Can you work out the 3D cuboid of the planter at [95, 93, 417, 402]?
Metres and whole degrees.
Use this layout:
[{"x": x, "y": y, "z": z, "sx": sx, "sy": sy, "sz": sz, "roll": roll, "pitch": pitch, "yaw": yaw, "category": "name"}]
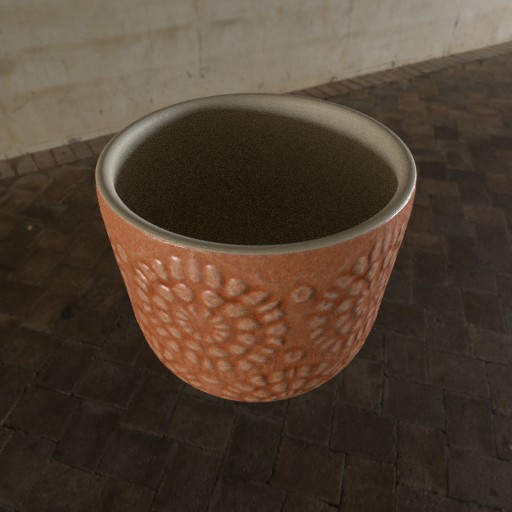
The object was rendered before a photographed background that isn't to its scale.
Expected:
[{"x": 0.000, "y": 0.000, "z": 0.210, "sx": 0.124, "sy": 0.109, "sz": 0.124, "roll": 0, "pitch": 41, "yaw": 0, "category": "planter"}]
